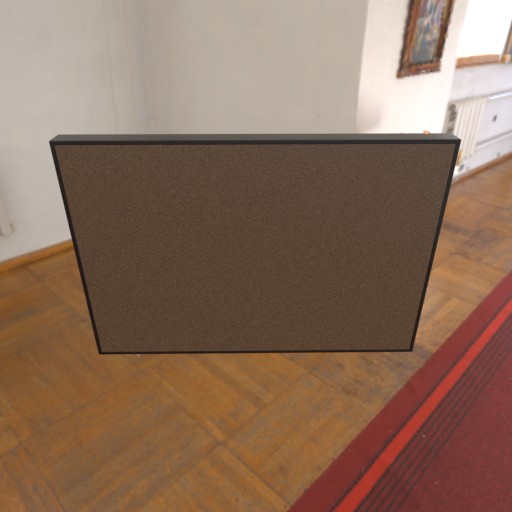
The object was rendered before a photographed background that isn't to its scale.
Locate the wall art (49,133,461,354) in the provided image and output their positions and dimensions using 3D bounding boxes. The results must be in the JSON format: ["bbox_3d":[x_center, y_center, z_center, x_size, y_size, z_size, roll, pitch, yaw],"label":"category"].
[{"bbox_3d":[0.000,0.000,1.192,0.939,0.640,0.058,0,30,-1],"label":"wall art"}]
